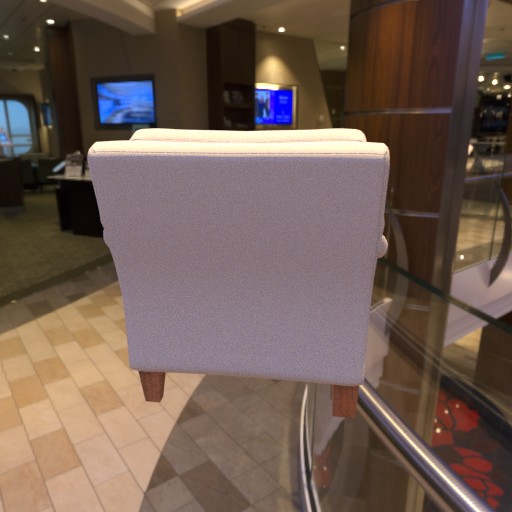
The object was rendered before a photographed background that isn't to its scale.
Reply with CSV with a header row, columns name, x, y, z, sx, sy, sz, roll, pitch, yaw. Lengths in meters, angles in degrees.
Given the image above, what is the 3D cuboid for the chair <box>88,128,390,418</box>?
name,x,y,z,sx,sy,sz,roll,pitch,yaw
chair,0.000,0.000,1.877,0.955,1.038,1.070,2,16,7
